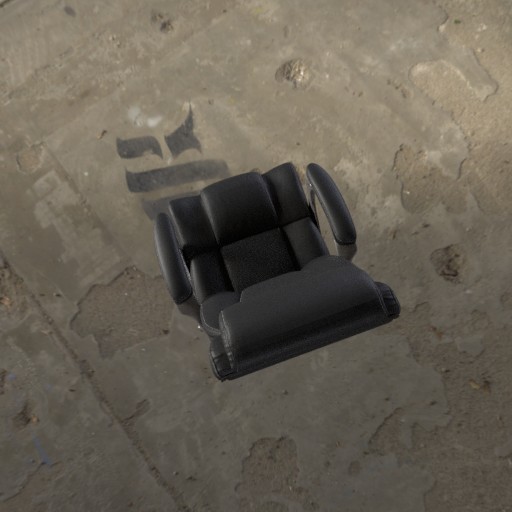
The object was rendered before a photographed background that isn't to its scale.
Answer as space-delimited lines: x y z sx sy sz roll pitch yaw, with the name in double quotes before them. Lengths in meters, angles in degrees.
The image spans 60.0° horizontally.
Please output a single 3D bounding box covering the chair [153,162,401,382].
"chair" 0.000 0.000 1.681 0.741 1.167 0.784 -19 77 -4
